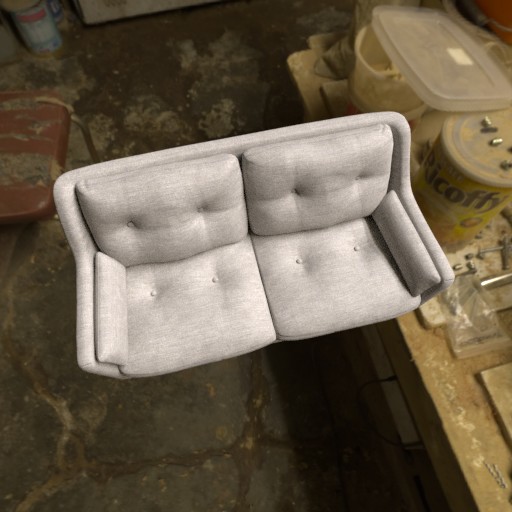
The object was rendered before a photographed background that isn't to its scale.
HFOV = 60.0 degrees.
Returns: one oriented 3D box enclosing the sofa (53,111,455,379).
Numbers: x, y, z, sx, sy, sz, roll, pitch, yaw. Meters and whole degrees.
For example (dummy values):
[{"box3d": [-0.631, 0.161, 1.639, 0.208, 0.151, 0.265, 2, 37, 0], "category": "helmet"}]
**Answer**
[{"box3d": [0.000, 0.000, 2.444, 1.930, 0.897, 0.976, -12, 64, -6], "category": "sofa"}]
